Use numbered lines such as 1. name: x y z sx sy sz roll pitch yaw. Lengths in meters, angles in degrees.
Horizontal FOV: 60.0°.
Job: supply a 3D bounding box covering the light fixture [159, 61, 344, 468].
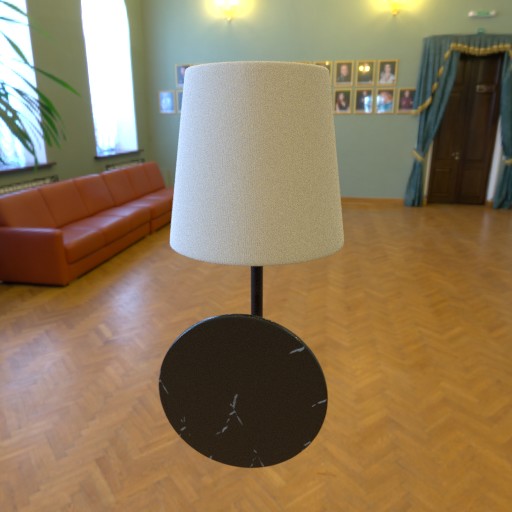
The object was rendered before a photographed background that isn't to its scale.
1. light fixture: 0.000 0.000 0.433 0.168 0.337 0.188 2 17 7
